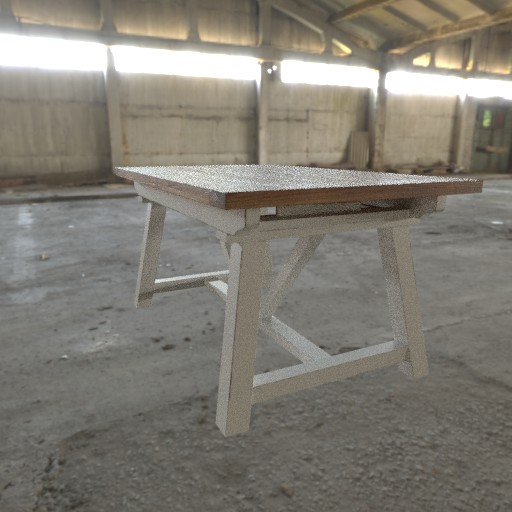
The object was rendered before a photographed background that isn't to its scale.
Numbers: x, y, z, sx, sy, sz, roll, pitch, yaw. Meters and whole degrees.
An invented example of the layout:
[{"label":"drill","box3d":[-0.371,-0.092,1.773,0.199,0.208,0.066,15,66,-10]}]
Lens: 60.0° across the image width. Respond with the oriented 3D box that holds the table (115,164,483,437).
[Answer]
[{"label":"table","box3d":[0.000,0.000,1.999,0.922,0.743,1.503,-7,15,-26]}]
